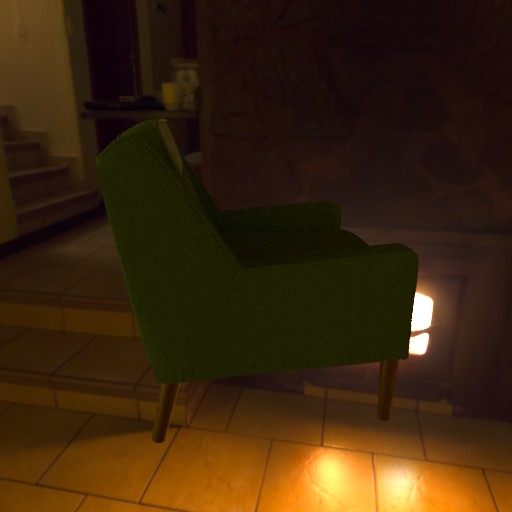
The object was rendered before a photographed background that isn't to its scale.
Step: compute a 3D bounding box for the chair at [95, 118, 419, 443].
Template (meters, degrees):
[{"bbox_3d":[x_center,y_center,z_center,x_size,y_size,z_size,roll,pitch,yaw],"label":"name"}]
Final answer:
[{"bbox_3d":[0.000,0.000,1.329,0.743,0.792,0.663,-3,18,-8],"label":"chair"}]
